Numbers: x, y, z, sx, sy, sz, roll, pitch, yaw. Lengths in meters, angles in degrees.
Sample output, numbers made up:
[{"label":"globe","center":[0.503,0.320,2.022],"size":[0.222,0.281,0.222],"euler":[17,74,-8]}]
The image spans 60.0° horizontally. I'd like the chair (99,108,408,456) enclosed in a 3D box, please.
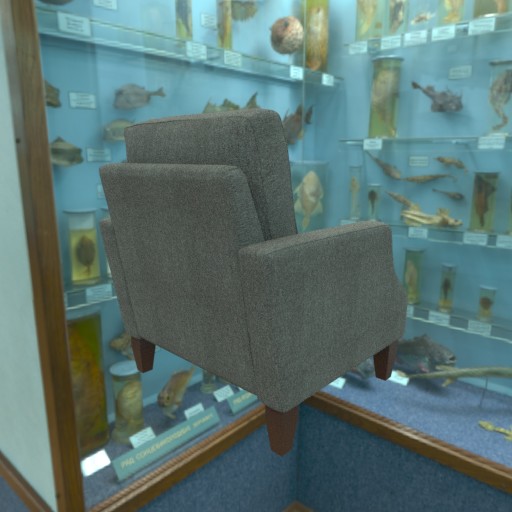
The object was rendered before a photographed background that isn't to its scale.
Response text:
[{"label":"chair","center":[0.000,0.000,1.673],"size":[0.855,0.993,0.897],"euler":[12,17,43]}]
